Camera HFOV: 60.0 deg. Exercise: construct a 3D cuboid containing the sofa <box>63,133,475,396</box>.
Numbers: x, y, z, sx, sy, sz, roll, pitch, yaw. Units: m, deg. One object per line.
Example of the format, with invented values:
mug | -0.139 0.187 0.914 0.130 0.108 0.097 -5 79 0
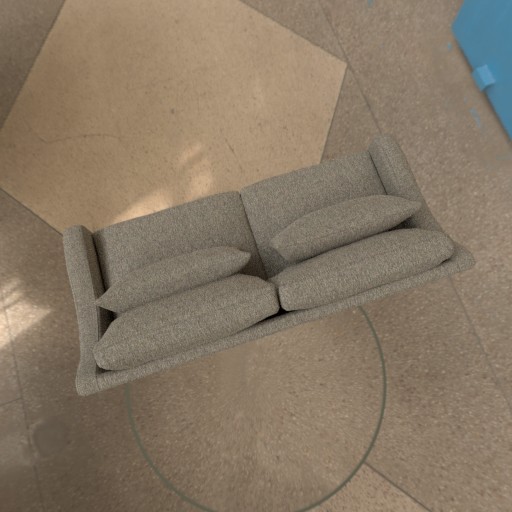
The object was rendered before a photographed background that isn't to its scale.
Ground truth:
sofa | 0.000 0.000 2.980 2.418 0.998 1.103 -17 76 -5
